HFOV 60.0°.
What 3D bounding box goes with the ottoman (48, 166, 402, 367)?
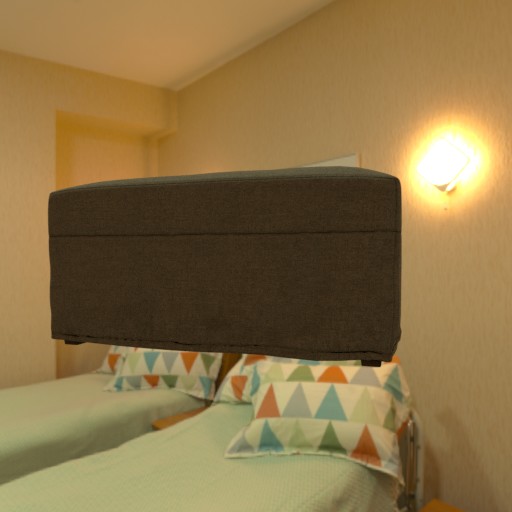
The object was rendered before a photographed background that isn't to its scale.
[{"bbox_3d":[0.000,0.000,1.347,0.840,0.436,0.843,0,0,17],"label":"ottoman"}]
